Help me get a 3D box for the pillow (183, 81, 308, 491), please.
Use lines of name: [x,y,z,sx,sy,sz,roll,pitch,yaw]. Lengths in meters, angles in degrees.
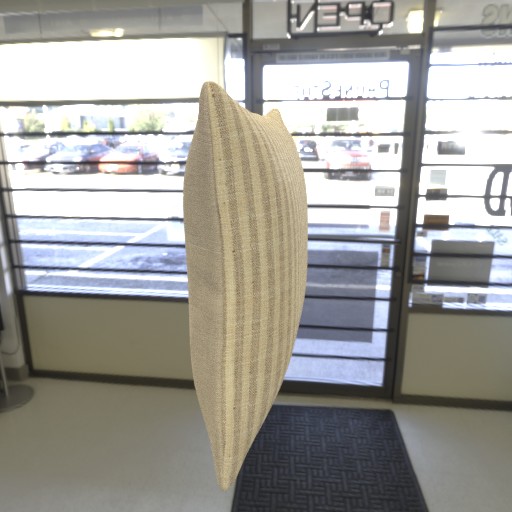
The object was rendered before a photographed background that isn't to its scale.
pillow: [0.000,0.000,0.760,0.166,0.510,0.523,3,15,10]
